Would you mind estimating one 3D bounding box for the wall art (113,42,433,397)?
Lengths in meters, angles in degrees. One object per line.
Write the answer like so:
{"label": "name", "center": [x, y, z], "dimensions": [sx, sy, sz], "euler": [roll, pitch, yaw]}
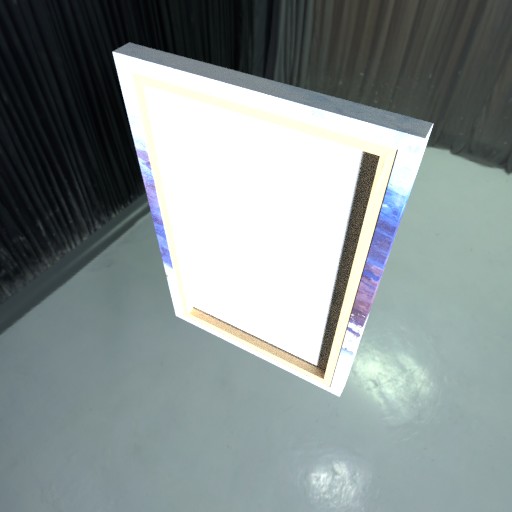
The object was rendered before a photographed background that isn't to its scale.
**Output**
{"label": "wall art", "center": [0.000, 0.000, 1.071], "dimensions": [0.583, 0.874, 0.048], "euler": [22, 52, 19]}
